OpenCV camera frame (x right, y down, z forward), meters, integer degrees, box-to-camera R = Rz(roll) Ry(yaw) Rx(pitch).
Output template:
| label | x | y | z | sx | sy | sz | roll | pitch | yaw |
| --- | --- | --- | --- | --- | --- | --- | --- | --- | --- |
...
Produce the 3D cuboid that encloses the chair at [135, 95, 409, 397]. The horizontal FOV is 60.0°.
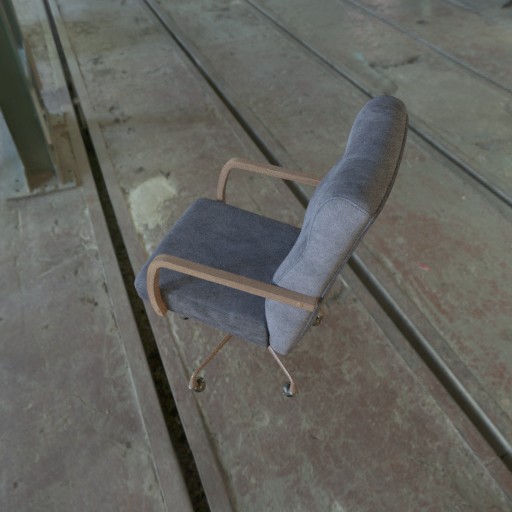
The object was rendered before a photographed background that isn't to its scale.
| label | x | y | z | sx | sy | sz | roll | pitch | yaw |
| --- | --- | --- | --- | --- | --- | --- | --- | --- | --- |
| chair | 0.000 | 0.000 | 1.485 | 0.741 | 1.029 | 0.640 | 16 | 48 | 15 |
